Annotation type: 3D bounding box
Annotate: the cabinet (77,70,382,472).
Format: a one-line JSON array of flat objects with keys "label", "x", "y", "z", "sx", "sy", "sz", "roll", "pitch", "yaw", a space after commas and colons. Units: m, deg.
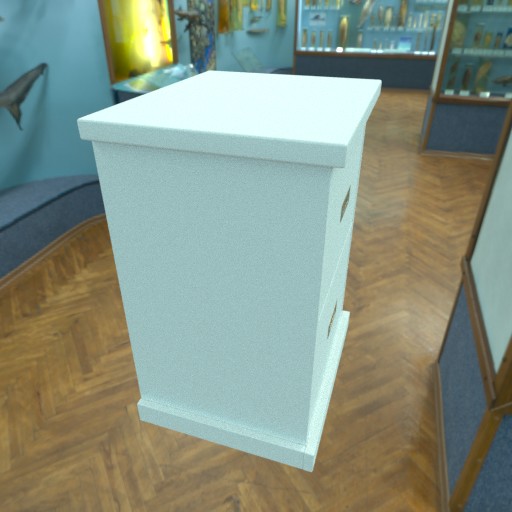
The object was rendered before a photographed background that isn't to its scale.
[{"label": "cabinet", "x": 0.000, "y": 0.000, "z": 1.044, "sx": 0.431, "sy": 0.723, "sz": 0.520, "roll": 10, "pitch": 32, "yaw": 16}]
